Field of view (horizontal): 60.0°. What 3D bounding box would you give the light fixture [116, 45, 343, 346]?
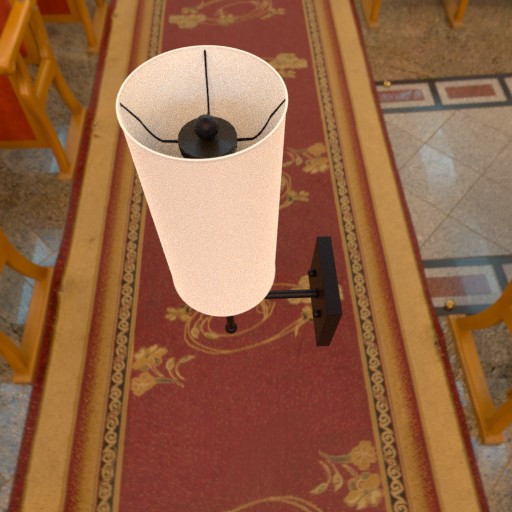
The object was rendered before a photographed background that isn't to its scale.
[{"bbox_3d":[0.000,0.000,0.529,0.208,0.462,0.128,-2,59,-1],"label":"light fixture"}]
